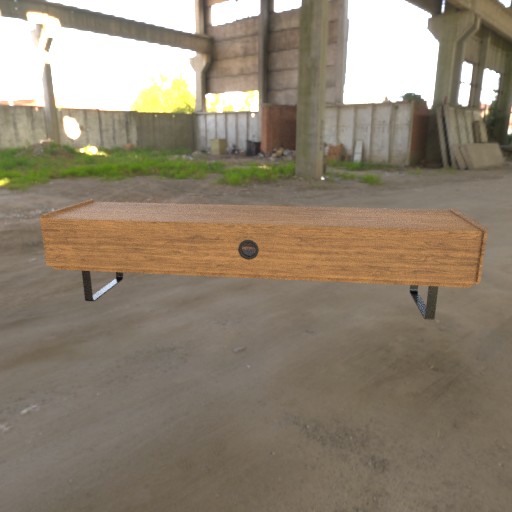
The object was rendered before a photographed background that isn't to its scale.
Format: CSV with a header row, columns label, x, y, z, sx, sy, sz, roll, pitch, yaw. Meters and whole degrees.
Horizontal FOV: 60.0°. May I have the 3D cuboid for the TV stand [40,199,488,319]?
label,x,y,z,sx,sy,sz,roll,pitch,yaw
TV stand,0.000,0.000,2.035,1.796,0.415,0.467,2,16,7
